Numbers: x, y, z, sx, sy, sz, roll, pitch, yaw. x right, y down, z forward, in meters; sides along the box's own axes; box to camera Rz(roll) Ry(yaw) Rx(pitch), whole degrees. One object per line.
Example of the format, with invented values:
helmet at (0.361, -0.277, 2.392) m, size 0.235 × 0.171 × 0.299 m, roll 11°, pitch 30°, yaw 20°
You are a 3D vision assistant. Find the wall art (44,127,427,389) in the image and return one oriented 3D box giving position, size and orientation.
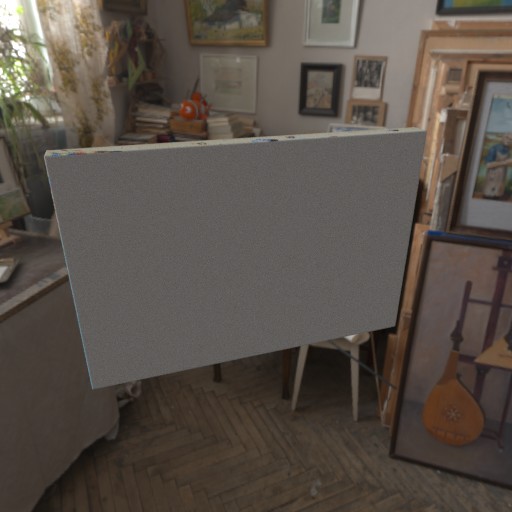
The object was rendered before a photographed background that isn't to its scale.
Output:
wall art at (0.000, 0.000, 0.782) m, size 0.609 × 0.406 × 0.039 m, roll -8°, pitch 27°, yaw -16°
